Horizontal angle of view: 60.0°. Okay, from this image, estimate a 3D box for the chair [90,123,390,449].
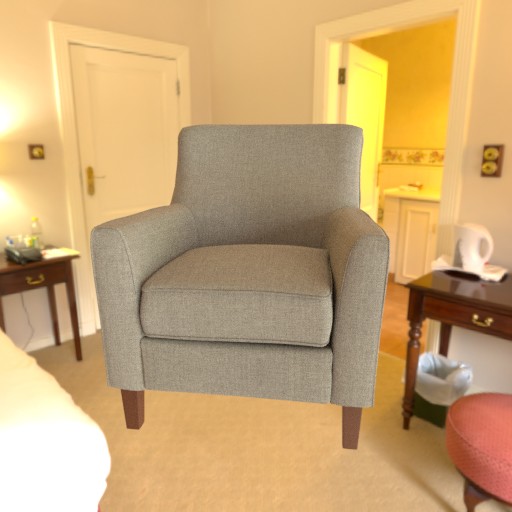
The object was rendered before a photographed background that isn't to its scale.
[{"bbox_3d":[0.000,0.000,1.771,0.887,1.047,0.993,2,14,8],"label":"chair"}]
